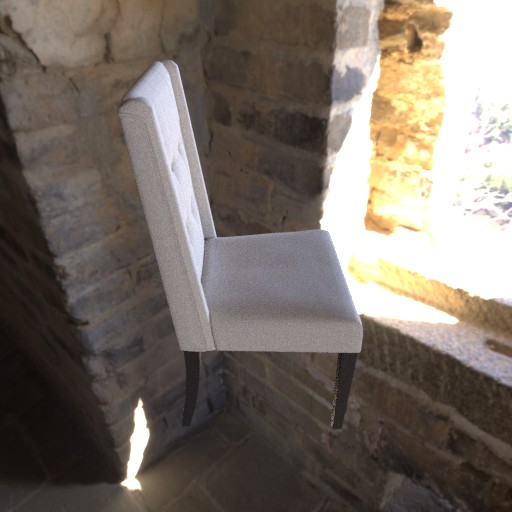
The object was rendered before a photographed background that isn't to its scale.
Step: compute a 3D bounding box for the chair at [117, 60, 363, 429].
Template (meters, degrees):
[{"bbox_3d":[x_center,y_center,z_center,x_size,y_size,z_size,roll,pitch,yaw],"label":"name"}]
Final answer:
[{"bbox_3d":[0.000,0.000,1.241,0.523,0.961,0.474,-1,33,-2],"label":"chair"}]
